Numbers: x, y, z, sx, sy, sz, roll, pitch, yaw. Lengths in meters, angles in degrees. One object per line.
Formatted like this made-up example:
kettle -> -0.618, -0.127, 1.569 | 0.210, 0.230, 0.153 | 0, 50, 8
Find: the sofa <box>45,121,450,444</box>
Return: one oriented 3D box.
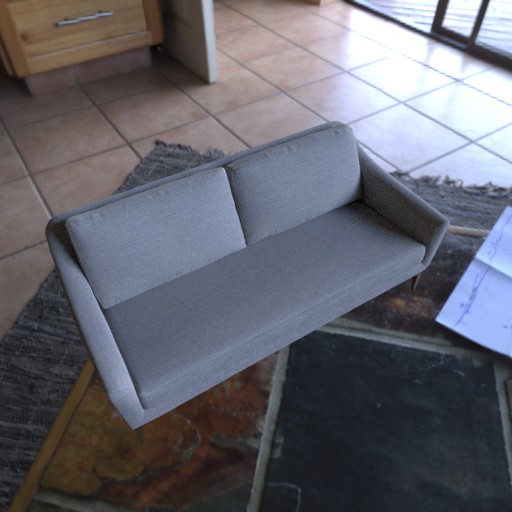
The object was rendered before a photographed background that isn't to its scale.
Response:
sofa -> 0.000, 0.000, 2.548 | 2.036, 0.913, 0.980 | -24, 51, -22
